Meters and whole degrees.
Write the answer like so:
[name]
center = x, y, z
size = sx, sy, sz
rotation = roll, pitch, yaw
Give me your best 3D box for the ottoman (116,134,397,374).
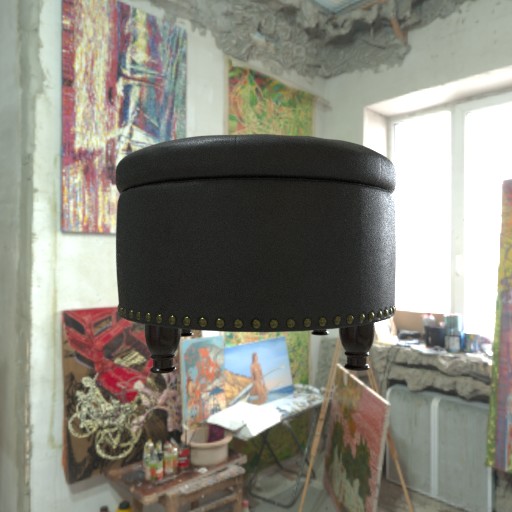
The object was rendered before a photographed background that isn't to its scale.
[ottoman]
center = 0.000, 0.000, 1.055
size = 0.637, 0.442, 0.637
rotation = 0, 0, 0
